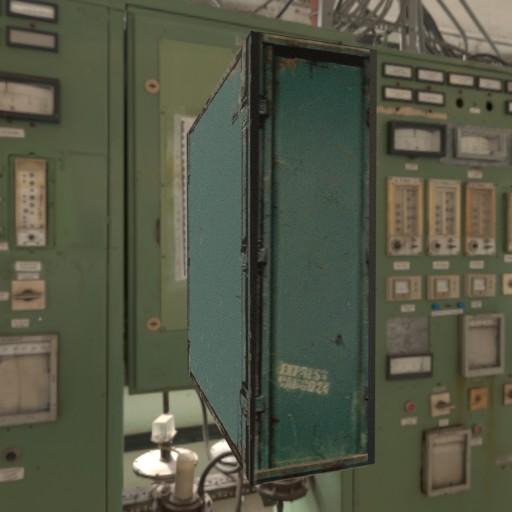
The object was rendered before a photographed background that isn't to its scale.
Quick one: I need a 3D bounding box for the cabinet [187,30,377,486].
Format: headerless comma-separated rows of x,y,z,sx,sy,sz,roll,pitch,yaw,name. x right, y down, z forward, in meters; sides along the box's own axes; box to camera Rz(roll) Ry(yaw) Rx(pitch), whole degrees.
0.000,0.000,3.156,0.680,2.160,2.000,0,1,-17,cabinet
